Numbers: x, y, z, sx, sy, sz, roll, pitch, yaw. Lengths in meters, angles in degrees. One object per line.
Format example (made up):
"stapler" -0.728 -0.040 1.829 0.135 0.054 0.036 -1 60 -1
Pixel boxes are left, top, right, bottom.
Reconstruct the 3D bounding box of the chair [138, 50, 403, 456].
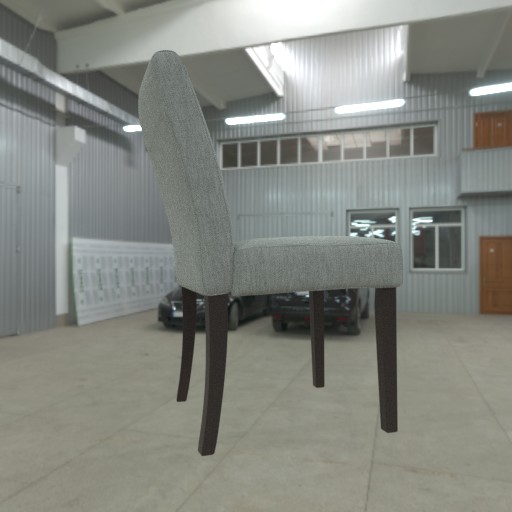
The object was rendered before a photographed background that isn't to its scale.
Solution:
"chair" 0.000 0.000 1.227 0.629 0.884 0.487 0 0 -18
